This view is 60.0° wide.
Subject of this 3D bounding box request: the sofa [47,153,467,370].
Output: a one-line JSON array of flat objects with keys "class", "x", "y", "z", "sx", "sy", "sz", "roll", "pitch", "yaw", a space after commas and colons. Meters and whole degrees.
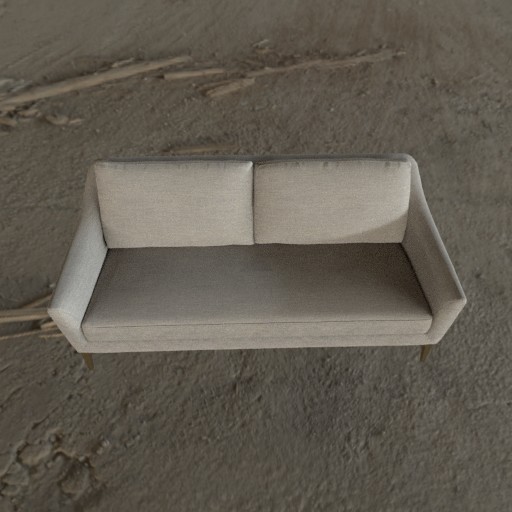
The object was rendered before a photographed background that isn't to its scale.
[{"class": "sofa", "x": 0.000, "y": 0.000, "z": 2.560, "sx": 2.036, "sy": 0.913, "sz": 0.980, "roll": -1, "pitch": 46, "yaw": -1}]
